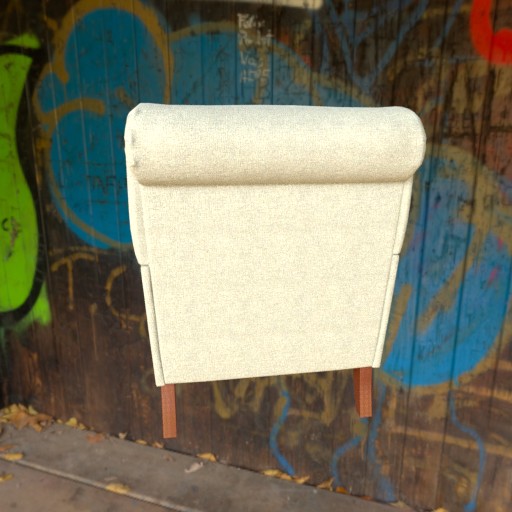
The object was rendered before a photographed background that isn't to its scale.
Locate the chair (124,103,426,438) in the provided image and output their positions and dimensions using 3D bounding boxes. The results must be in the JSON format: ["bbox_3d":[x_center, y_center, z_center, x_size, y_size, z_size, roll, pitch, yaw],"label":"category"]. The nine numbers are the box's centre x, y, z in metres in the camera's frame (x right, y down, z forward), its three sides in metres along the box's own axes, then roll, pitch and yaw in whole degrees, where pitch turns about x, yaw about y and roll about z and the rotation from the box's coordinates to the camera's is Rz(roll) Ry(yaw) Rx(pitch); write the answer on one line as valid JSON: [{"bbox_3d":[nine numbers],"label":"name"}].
[{"bbox_3d":[0.000,0.000,1.915,0.964,1.178,1.060,-2,15,-9],"label":"chair"}]
